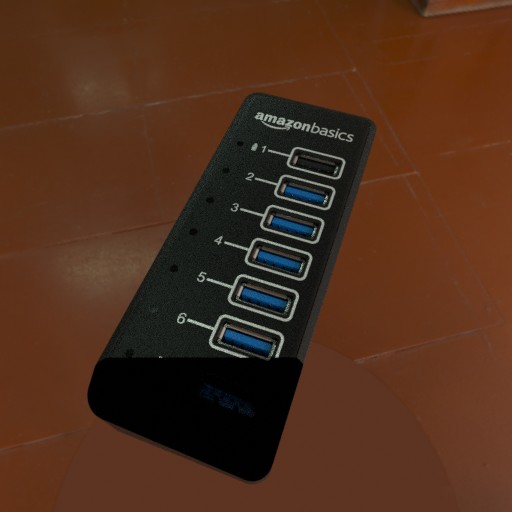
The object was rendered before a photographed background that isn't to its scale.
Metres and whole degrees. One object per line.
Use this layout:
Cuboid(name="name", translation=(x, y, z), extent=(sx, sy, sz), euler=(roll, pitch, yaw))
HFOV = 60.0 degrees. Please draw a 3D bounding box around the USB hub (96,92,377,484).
Cuboid(name="USB hub", translation=(0.000, 0.000, 0.127), extent=(0.044, 0.023, 0.110), euler=(17, 60, 10))
